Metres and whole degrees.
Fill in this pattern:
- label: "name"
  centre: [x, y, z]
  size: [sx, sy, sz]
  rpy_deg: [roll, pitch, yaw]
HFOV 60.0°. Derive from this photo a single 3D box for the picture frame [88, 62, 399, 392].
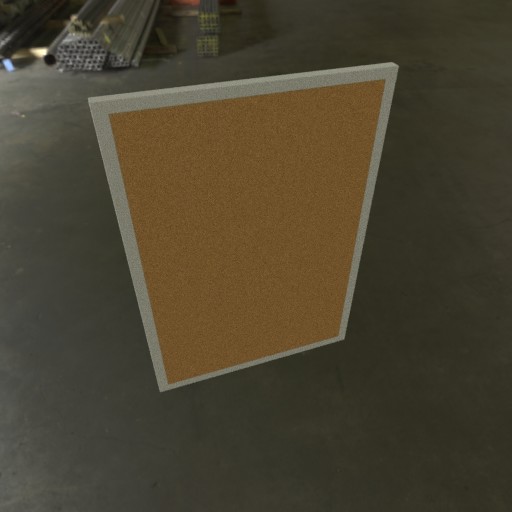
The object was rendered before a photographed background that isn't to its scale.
- label: "picture frame"
  centre: [0.000, 0.000, 0.559]
  size: [0.305, 0.434, 0.013]
  rpy_deg: [-13, 42, -14]
